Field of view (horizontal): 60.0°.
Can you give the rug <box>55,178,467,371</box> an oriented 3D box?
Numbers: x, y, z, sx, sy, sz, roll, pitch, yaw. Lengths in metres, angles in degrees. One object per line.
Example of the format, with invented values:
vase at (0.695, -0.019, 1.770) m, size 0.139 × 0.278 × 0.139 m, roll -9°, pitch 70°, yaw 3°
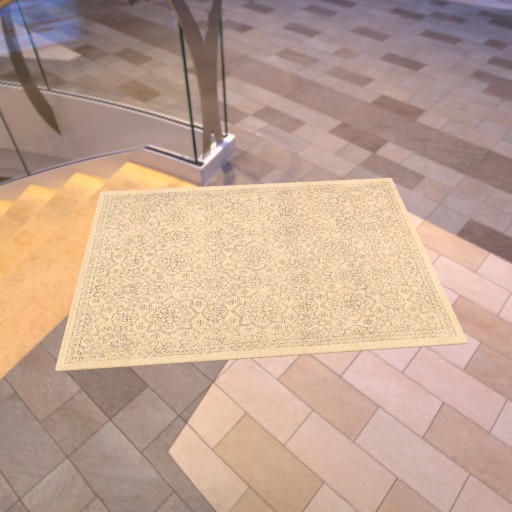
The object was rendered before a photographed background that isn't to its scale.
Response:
rug at (0.000, 0.000, 2.366) m, size 1.829 × 0.010 × 1.219 m, roll -3°, pitch 47°, yaw -3°
